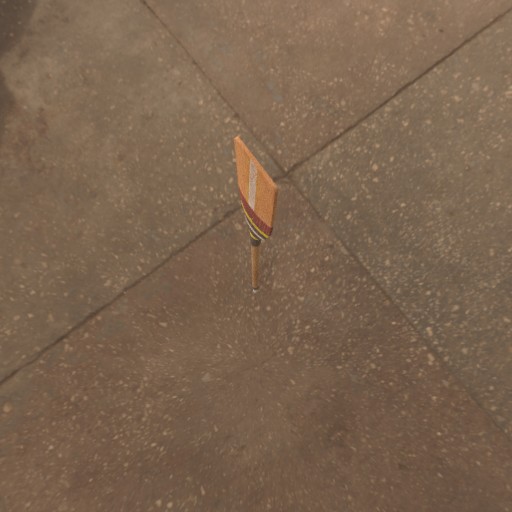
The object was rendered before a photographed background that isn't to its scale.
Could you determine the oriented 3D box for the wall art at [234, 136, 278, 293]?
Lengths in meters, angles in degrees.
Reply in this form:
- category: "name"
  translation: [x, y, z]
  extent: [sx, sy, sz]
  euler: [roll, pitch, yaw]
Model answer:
- category: "wall art"
  translation: [0.000, 0.000, 1.653]
  extent: [0.038, 1.556, 0.146]
  euler: [-35, 78, -8]
